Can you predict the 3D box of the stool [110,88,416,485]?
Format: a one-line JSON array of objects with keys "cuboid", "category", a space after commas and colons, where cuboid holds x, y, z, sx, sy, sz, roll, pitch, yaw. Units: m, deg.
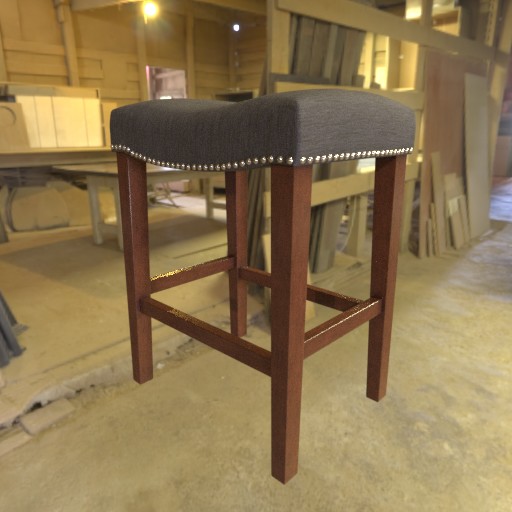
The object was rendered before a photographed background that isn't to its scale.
[{"cuboid": [0.000, 0.000, 0.956, 0.504, 0.654, 0.372, 15, 22, 41], "category": "stool"}]
